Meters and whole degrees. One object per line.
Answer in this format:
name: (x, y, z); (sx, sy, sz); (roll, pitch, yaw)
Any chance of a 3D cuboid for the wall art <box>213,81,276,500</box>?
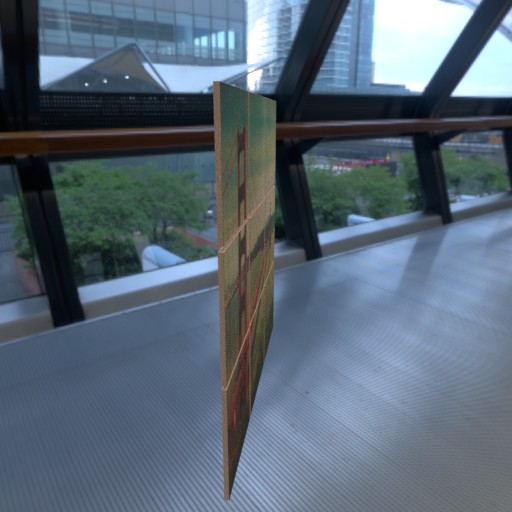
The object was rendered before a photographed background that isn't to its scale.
wall art: (0.000, 0.000, 1.330); (0.012, 0.910, 0.917); (3, 17, 8)
